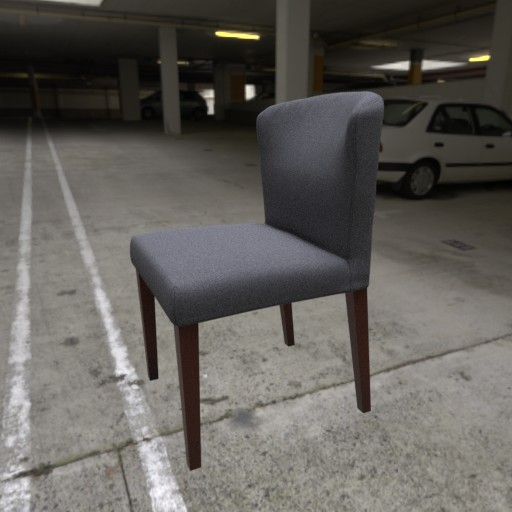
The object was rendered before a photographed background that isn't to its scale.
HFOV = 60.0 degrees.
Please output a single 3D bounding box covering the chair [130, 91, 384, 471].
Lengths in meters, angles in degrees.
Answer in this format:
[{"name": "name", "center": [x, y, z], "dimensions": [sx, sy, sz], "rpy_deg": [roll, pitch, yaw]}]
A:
[{"name": "chair", "center": [0.000, 0.000, 1.188], "dimensions": [0.592, 0.839, 0.491], "rpy_deg": [-8, 19, -24]}]
